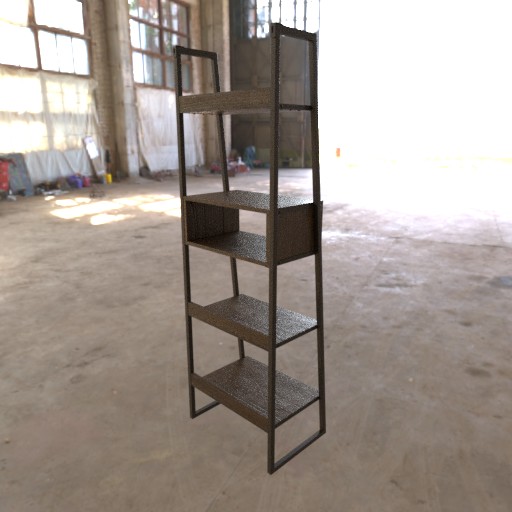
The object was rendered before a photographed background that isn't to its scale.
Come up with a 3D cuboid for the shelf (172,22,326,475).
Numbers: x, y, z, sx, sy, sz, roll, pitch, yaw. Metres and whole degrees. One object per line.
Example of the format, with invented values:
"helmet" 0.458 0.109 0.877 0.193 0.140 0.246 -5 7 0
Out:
"shelf" 0.000 0.000 2.270 0.652 2.005 0.454 15 21 43
